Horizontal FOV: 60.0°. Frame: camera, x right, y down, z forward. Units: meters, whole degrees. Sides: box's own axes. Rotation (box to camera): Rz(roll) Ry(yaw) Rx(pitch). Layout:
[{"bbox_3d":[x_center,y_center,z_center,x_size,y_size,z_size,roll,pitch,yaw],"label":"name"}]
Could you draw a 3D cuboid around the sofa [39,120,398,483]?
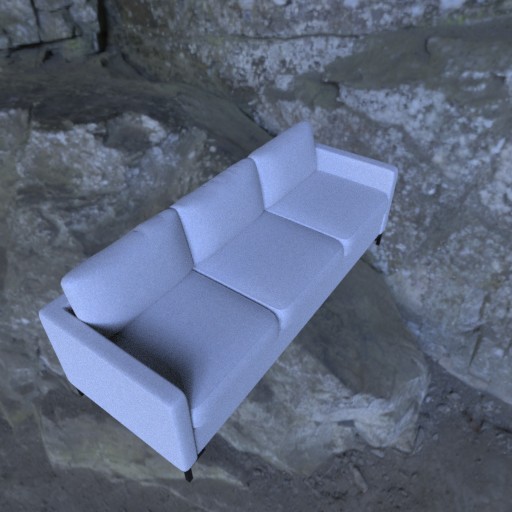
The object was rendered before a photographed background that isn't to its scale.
[{"bbox_3d":[0.000,0.000,2.628,0.859,0.874,2.218,25,46,26],"label":"sofa"}]
